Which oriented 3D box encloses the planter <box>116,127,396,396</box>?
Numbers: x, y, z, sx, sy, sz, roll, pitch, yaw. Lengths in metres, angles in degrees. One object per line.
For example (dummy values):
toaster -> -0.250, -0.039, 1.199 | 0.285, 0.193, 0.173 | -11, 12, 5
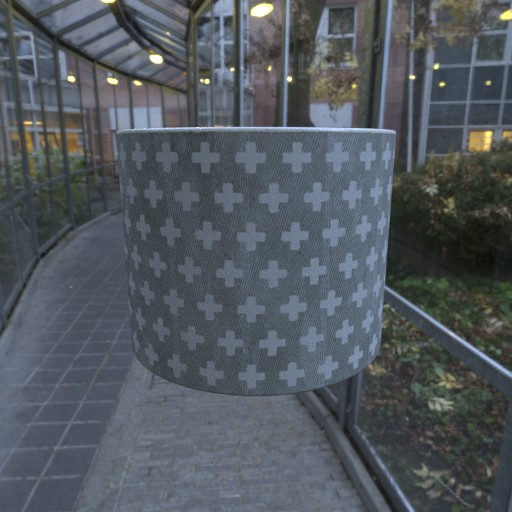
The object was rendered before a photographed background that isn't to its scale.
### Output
planter -> 0.000, 0.000, 0.443 | 0.250, 0.239, 0.250 | 0, 14, 0
